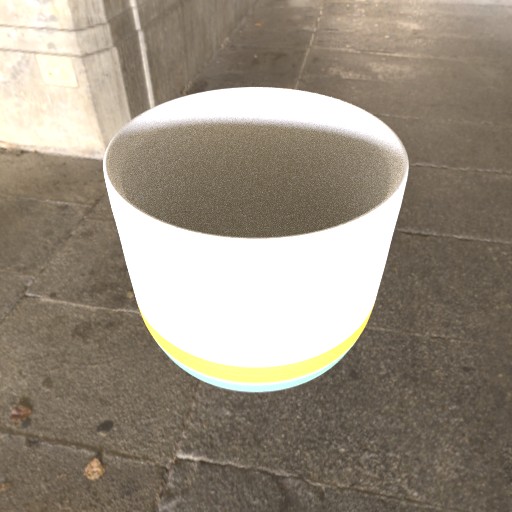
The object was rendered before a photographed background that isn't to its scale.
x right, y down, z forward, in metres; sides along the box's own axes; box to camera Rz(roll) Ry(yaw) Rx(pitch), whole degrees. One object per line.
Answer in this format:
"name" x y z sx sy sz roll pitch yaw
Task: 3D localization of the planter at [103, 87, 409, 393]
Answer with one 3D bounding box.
"planter" 0.000 0.000 0.487 0.268 0.270 0.268 0 42 0
